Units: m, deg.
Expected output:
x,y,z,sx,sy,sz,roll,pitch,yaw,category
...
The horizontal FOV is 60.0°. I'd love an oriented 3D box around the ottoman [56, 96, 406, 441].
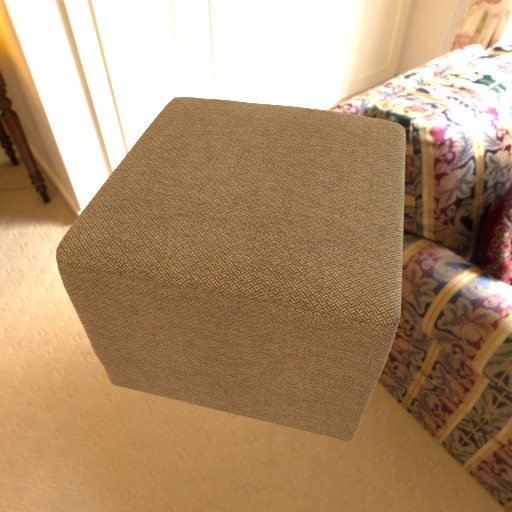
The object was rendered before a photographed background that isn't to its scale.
x,y,z,sx,sy,sz,roll,pitch,yaw,category
0.000,0.000,0.910,0.512,0.453,0.519,10,48,9,ottoman
